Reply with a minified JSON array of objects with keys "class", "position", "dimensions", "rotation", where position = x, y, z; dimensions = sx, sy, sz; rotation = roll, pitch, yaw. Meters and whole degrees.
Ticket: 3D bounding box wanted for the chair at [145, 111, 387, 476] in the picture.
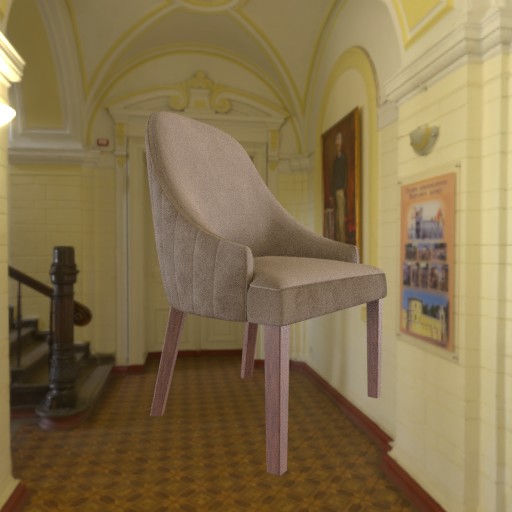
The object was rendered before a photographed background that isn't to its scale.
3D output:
[{"class":"chair","position":[0.000,0.000,1.300],"dimensions":[0.575,0.889,0.643],"rotation":[1,2,35]}]
